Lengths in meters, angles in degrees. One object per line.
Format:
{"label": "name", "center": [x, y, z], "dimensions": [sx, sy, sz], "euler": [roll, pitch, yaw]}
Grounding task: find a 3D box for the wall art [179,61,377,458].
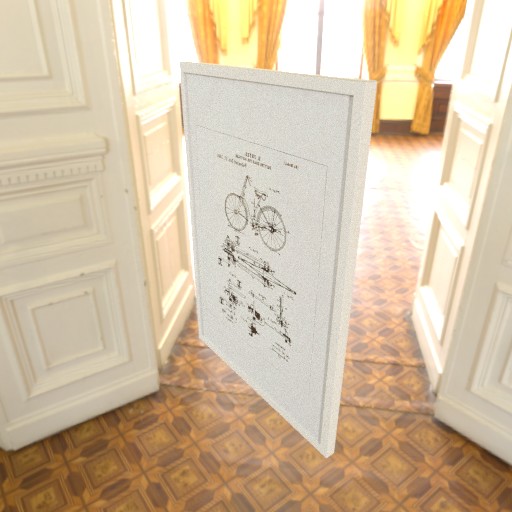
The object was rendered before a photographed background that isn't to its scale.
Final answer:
{"label": "wall art", "center": [0.000, 0.000, 0.612], "dimensions": [0.015, 0.477, 0.332], "euler": [-19, 33, -33]}
